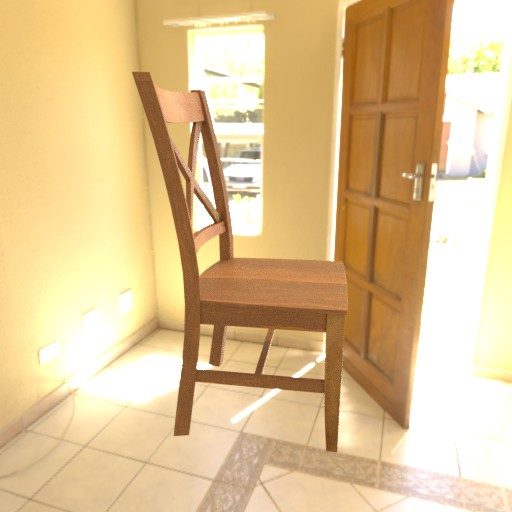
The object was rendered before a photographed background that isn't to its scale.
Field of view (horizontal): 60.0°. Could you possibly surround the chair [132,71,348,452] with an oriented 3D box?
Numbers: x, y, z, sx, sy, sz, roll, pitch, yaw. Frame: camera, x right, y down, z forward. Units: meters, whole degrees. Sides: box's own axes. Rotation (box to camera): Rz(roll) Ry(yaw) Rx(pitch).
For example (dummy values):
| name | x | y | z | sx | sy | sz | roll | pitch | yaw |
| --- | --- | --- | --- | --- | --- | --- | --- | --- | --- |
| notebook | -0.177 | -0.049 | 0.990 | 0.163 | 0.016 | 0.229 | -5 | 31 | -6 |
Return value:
| name | x | y | z | sx | sy | sz | roll | pitch | yaw |
| --- | --- | --- | --- | --- | --- | --- | --- | --- | --- |
| chair | 0.000 | 0.000 | 1.333 | 0.542 | 0.983 | 0.485 | 2 | 16 | 9 |
